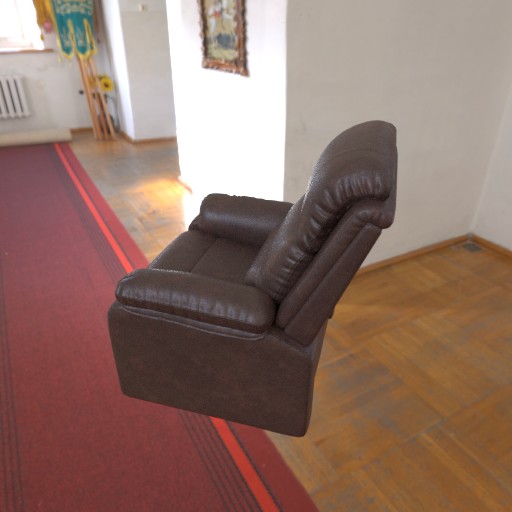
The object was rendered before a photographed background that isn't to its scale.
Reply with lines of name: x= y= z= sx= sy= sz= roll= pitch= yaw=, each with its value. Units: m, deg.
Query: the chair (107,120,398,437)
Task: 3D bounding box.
chair: x=0.000 y=0.000 z=1.673 sx=0.919 sy=0.992 sz=0.855 roll=8 pitch=31 yaw=14
